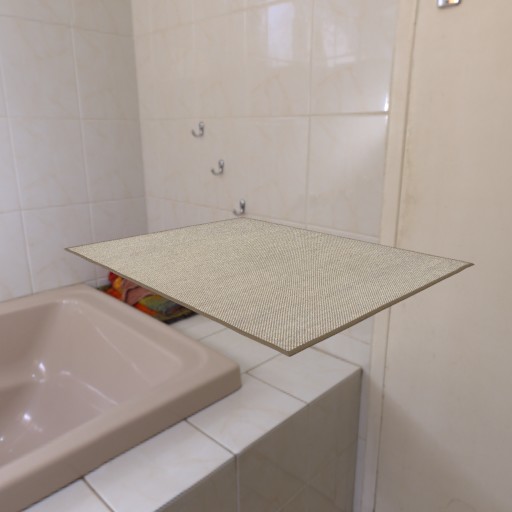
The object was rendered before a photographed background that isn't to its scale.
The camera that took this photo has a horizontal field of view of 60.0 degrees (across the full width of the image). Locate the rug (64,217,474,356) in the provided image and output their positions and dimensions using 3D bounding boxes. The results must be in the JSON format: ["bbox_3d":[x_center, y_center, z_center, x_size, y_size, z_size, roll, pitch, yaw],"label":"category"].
[{"bbox_3d":[0.000,0.000,4.141,2.413,0.020,3.041,-15,21,-42],"label":"rug"}]
